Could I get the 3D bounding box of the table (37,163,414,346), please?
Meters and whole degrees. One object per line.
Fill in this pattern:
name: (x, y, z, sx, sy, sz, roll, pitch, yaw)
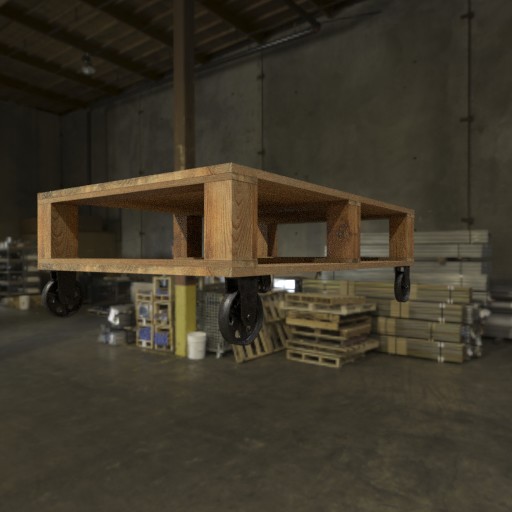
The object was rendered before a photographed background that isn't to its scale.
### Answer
table: (0.000, 0.000, 1.735, 0.827, 0.413, 1.299, 0, 0, 36)
